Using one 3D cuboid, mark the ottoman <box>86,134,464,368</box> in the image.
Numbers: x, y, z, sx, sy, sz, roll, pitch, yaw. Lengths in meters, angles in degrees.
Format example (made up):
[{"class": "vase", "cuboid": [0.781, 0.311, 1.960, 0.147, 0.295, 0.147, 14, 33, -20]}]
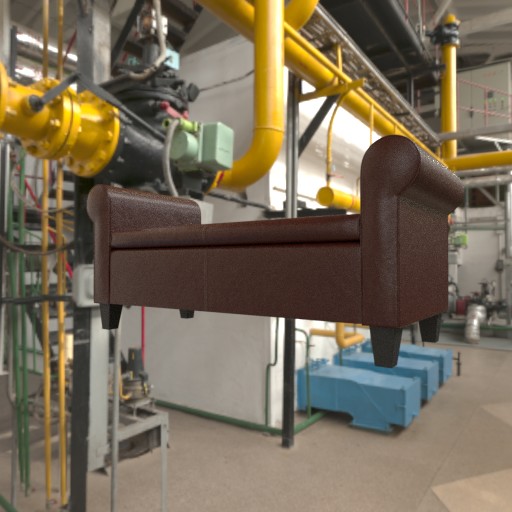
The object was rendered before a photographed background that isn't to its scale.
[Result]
[{"class": "ottoman", "cuboid": [0.000, 0.000, 1.551, 1.256, 0.547, 0.521, -1, -1, 35]}]
